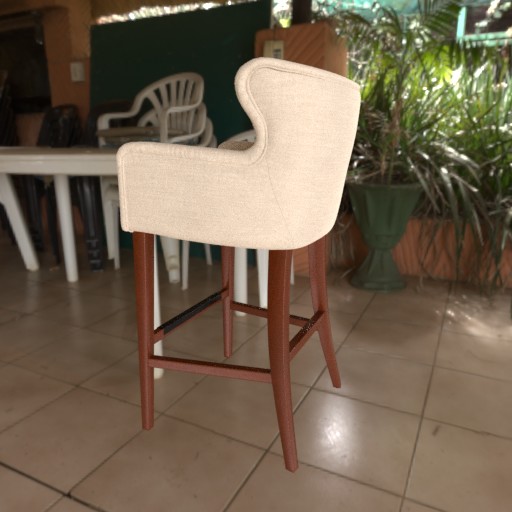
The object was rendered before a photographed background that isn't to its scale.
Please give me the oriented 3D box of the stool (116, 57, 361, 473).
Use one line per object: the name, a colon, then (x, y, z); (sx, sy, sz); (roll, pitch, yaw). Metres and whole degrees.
stool: (0.000, 0.000, 1.351); (0.563, 1.034, 0.556); (7, 16, 24)
